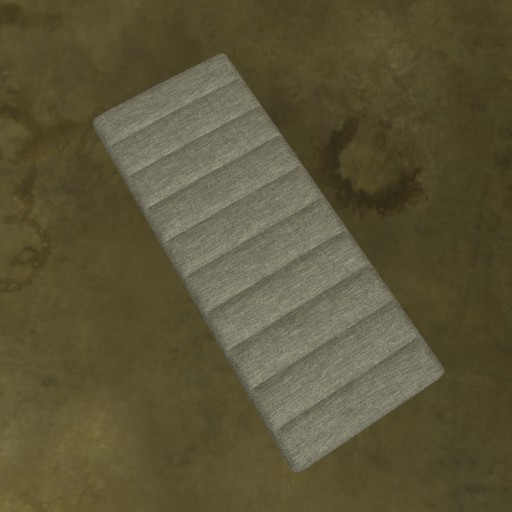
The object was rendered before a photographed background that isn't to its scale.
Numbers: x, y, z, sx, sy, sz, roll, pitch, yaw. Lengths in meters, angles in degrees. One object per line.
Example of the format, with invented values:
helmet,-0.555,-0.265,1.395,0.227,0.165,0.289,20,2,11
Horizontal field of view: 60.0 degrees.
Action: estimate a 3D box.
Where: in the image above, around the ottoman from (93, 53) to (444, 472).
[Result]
ottoman,0.000,0.000,1.431,0.482,0.469,1.151,-31,77,-8
